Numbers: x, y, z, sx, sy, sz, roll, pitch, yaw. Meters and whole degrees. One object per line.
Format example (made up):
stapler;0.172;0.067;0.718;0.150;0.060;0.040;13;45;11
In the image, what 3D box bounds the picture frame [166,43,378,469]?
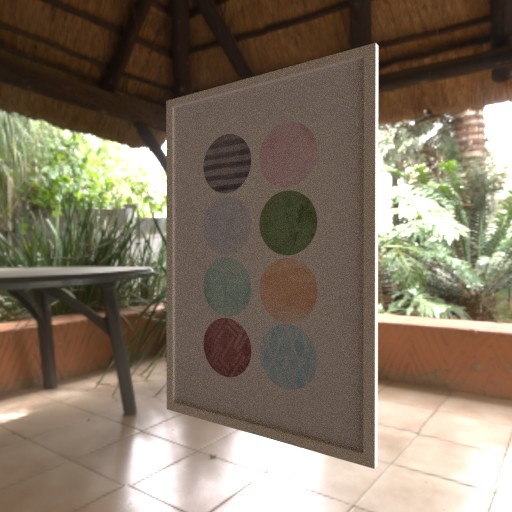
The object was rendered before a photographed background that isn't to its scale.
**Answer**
picture frame;0.000;0.000;0.819;0.457;0.657;0.013;0;1;35
